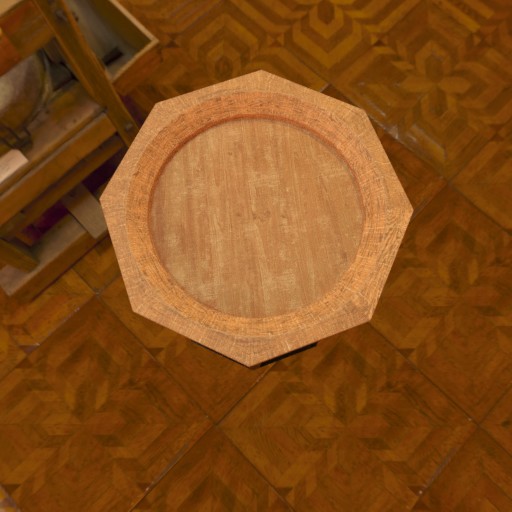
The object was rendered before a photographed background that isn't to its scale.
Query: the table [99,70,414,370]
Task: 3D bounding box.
[{"bbox_3d":[0.000,0.000,0.881,0.437,0.553,0.437,-42,79,-10],"label":"table"}]
